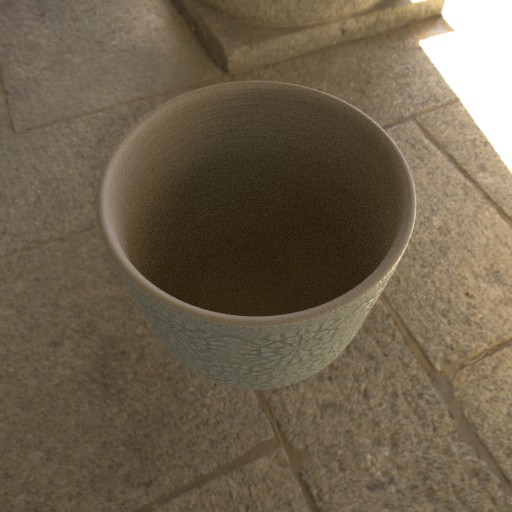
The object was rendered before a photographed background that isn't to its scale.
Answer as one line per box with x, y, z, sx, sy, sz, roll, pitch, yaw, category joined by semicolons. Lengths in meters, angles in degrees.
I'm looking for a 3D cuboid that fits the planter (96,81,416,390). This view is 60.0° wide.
0.000;0.000;0.301;0.169;0.153;0.169;0;58;0;planter
